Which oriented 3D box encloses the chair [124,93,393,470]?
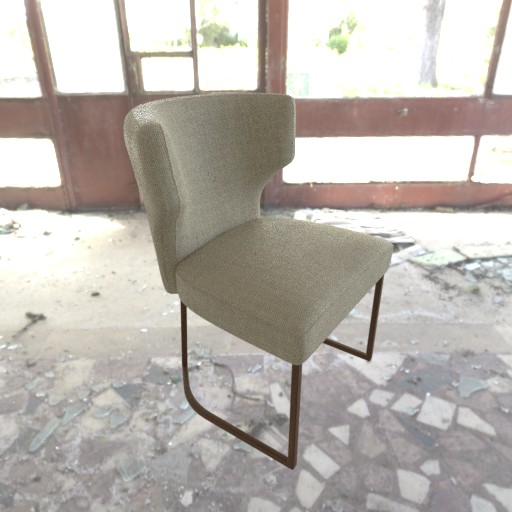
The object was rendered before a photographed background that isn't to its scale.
[{"bbox_3d":[0.000,0.000,1.262,0.617,0.824,0.611,18,32,31],"label":"chair"}]
